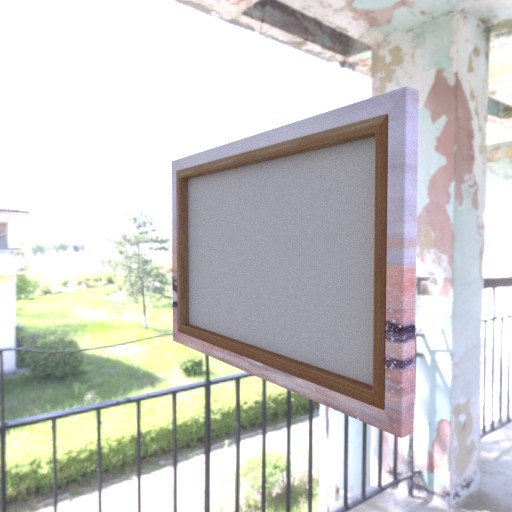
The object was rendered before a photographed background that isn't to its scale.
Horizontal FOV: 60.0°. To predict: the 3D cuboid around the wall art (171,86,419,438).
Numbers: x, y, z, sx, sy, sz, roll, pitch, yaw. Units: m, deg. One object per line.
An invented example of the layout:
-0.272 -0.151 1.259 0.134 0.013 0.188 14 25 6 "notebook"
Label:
0.000 0.000 1.141 0.038 0.609 0.913 -2 3 -36 "wall art"
